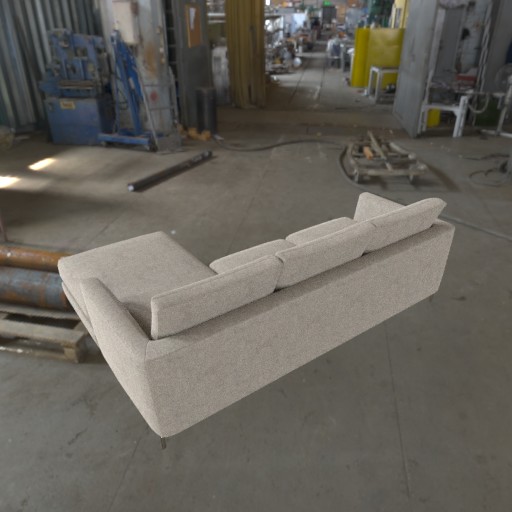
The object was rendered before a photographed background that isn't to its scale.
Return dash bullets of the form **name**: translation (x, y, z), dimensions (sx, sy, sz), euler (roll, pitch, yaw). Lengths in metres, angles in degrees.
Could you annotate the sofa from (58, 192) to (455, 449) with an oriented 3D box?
- **sofa**: translation (0.000, 0.000, 3.204), dimensions (2.438, 0.864, 1.626), euler (-19, 34, -31)
